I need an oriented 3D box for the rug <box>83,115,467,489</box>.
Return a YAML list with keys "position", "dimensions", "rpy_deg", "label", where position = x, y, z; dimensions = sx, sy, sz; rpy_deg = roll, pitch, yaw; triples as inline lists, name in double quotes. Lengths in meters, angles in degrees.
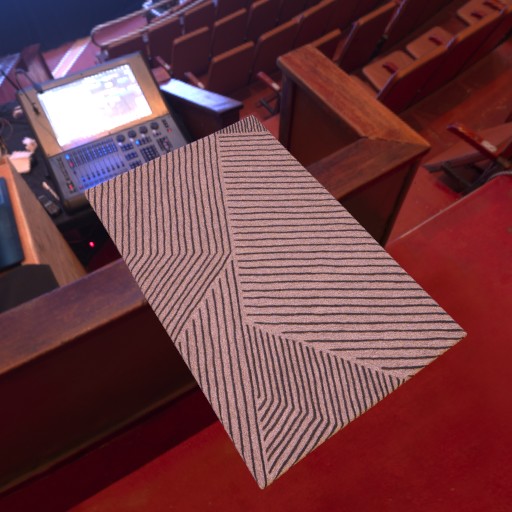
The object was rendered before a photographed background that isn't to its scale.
- position: [0.000, 0.000, 3.038]
  dimensions: [1.539, 0.023, 2.406]
  rpy_deg: [-30, 63, -17]
  label: "rug"
